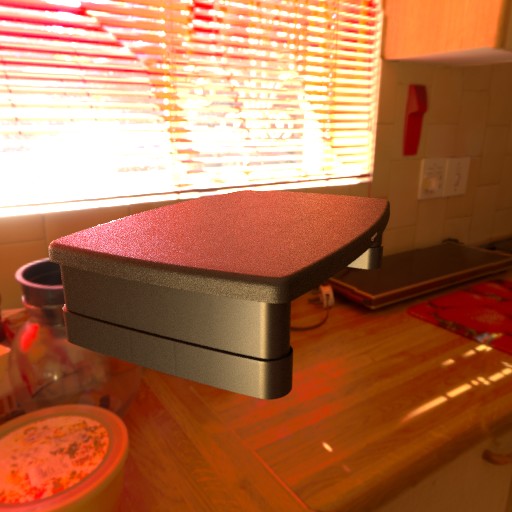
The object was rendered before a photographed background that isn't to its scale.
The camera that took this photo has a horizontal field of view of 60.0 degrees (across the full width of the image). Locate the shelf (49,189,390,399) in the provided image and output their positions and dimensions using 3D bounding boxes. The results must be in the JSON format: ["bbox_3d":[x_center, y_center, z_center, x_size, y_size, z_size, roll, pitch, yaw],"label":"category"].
[{"bbox_3d":[0.000,0.000,0.537,0.280,0.100,0.410,8,18,25],"label":"shelf"}]
